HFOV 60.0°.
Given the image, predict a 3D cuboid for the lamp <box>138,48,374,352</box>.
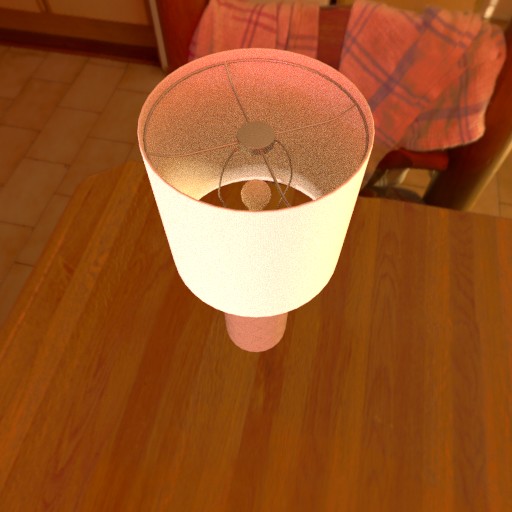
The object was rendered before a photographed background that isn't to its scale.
[{"bbox_3d":[0.000,0.000,0.586,0.207,0.461,0.207,-16,60,-9],"label":"lamp"}]
